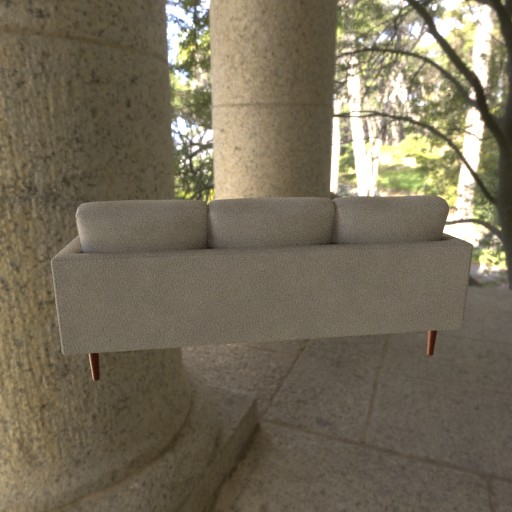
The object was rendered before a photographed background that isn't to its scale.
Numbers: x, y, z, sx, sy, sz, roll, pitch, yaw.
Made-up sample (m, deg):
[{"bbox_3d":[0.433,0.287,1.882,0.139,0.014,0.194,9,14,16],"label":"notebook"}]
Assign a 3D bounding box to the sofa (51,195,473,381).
[{"bbox_3d":[0.000,0.000,3.053,2.233,0.956,1.504,-2,15,-8],"label":"sofa"}]
